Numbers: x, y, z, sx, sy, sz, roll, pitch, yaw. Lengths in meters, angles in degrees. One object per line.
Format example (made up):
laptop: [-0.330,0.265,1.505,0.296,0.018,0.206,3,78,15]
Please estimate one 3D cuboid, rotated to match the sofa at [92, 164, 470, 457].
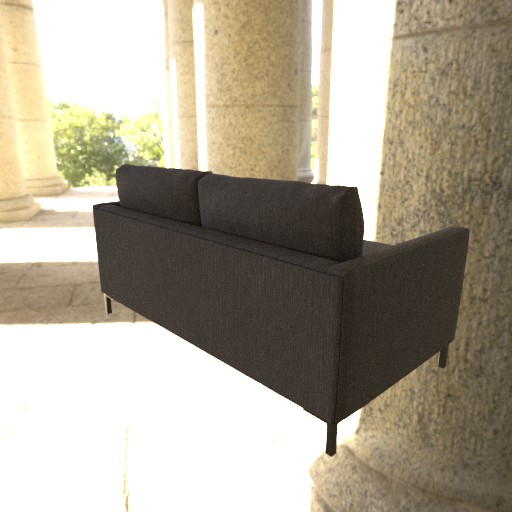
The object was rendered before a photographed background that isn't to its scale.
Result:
sofa: [0.000,0.000,2.139,0.875,0.840,1.682,-14,21,-41]
